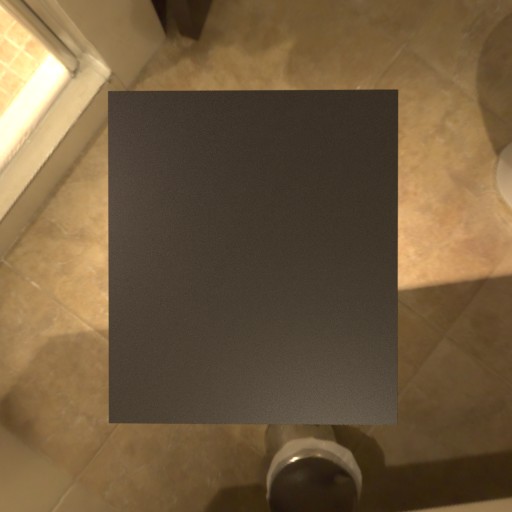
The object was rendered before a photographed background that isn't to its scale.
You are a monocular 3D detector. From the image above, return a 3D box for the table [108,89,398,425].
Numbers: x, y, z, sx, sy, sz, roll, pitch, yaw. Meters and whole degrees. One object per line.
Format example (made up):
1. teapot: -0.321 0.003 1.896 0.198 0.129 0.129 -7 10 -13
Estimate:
1. table: 0.000 0.000 0.913 0.399 0.610 0.460 0 90 1
